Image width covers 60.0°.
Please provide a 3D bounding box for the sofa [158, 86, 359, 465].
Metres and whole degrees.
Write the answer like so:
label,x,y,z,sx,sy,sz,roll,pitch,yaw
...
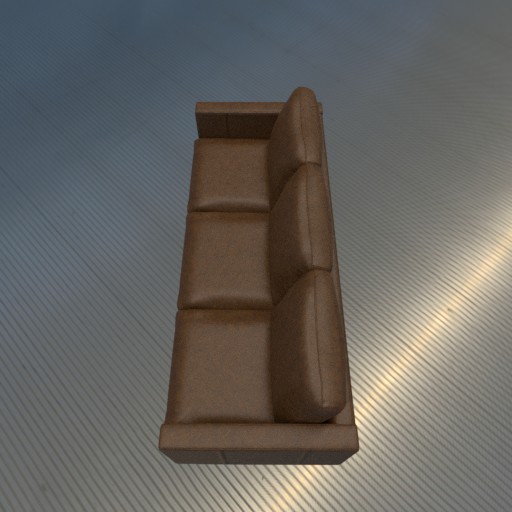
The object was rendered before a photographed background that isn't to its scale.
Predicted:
label,x,y,z,sx,sy,sz,roll,pitch,yaw
sofa,0.000,0.000,2.672,0.903,0.930,2.231,0,59,0
